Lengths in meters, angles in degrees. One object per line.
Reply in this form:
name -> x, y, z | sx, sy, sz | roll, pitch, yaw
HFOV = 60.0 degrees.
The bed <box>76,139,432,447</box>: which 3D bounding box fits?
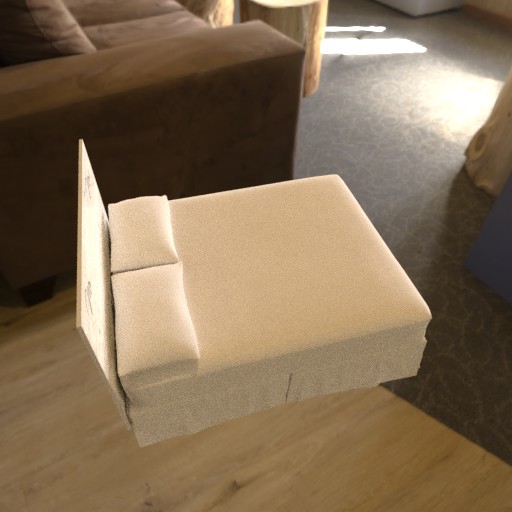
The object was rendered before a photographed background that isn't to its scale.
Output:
bed -> 0.000, 0.000, 3.188 | 2.094, 1.335, 1.745 | -11, 47, -10
